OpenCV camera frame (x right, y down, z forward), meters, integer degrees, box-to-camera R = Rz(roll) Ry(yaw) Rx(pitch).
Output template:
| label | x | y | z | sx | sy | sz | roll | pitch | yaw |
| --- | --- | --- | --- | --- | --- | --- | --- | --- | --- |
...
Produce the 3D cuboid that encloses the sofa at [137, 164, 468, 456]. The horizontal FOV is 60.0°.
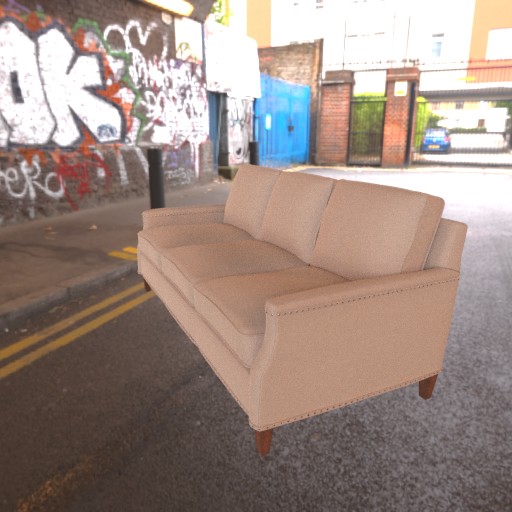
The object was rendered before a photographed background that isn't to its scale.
| label | x | y | z | sx | sy | sz | roll | pitch | yaw |
| --- | --- | --- | --- | --- | --- | --- | --- | --- | --- |
| sofa | 0.000 | 0.000 | 2.776 | 1.084 | 1.003 | 2.246 | -7 | 17 | -25 |
